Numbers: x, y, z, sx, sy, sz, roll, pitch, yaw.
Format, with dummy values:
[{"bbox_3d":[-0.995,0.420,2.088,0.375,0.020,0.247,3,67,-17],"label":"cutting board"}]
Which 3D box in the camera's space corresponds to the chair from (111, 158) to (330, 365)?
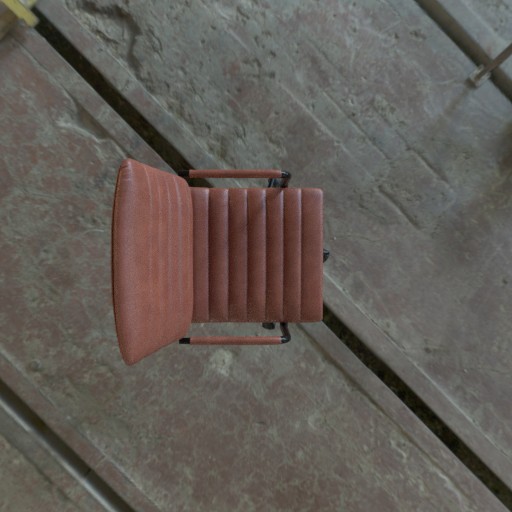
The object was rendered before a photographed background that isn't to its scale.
[{"bbox_3d":[0.000,0.000,1.303,0.578,0.878,0.600,0,92,-1],"label":"chair"}]
